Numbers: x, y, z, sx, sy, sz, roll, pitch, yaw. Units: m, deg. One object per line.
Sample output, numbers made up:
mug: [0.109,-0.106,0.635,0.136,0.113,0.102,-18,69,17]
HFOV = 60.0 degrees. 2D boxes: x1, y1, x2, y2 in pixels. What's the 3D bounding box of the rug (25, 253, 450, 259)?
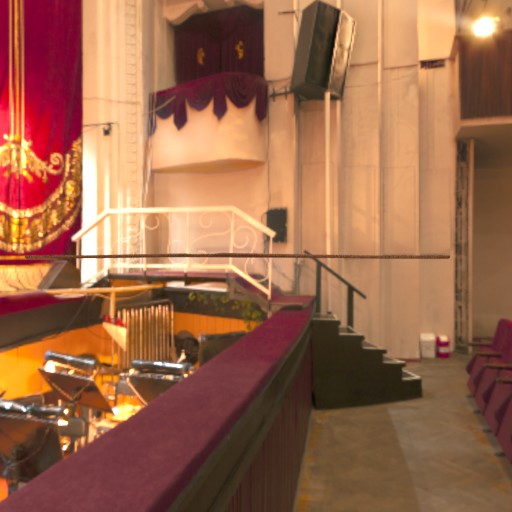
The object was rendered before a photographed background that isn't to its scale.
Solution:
rug: [0.000,0.000,5.038,3.778,0.053,2.873,0,0,18]
